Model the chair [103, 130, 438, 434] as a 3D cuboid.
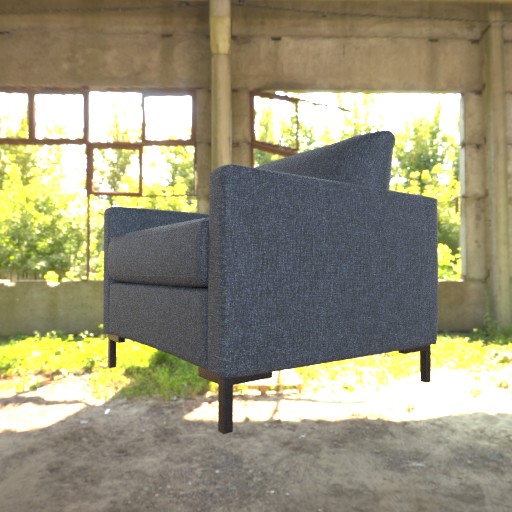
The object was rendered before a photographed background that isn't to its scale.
[{"bbox_3d":[0.000,0.000,1.623,0.866,0.861,0.963,1,-2,-35],"label":"chair"}]
